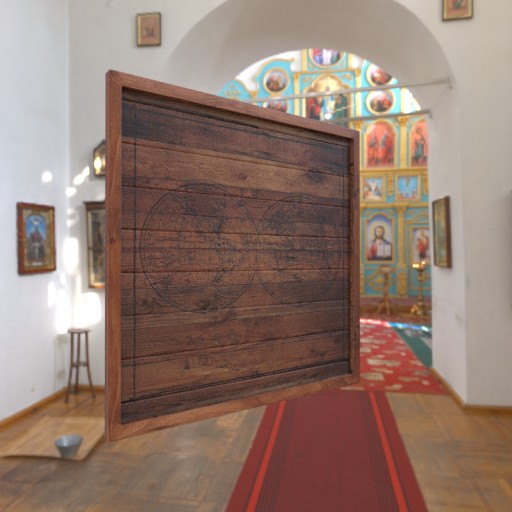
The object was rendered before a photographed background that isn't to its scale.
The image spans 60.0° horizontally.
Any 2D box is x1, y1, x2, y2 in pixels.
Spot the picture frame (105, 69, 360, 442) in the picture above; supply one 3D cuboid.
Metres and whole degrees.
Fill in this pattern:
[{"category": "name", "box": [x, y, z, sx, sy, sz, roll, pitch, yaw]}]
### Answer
[{"category": "picture frame", "box": [0.000, 0.000, 1.214, 0.810, 0.817, 0.029, 0, -1, -35]}]
